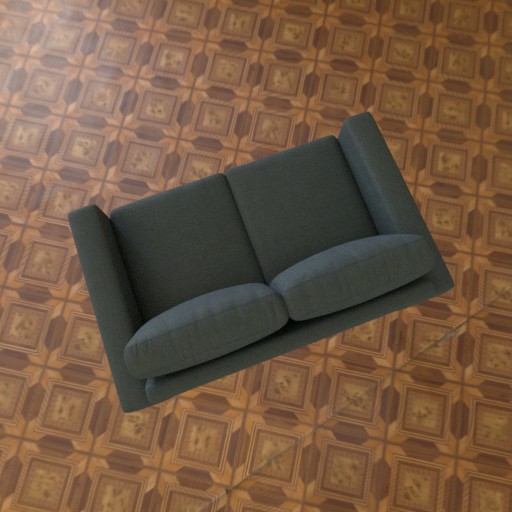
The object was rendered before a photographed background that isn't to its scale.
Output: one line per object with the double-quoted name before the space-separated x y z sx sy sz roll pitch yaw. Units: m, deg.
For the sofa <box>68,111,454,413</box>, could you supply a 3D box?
"sofa" 0.000 0.000 2.119 1.489 0.903 0.955 -20 77 -5
